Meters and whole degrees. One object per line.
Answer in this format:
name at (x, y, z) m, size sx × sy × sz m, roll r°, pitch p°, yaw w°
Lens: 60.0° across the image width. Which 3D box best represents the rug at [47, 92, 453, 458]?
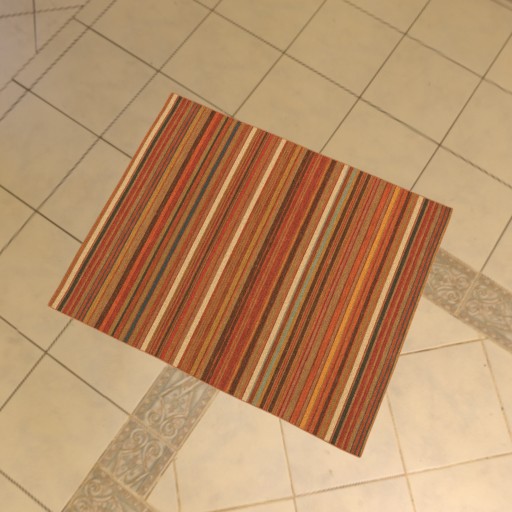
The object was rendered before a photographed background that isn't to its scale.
rug at (0.000, 0.000, 4.172) m, size 3.092 × 0.023 × 2.479 m, roll 24°, pitch 77°, yaw 6°
